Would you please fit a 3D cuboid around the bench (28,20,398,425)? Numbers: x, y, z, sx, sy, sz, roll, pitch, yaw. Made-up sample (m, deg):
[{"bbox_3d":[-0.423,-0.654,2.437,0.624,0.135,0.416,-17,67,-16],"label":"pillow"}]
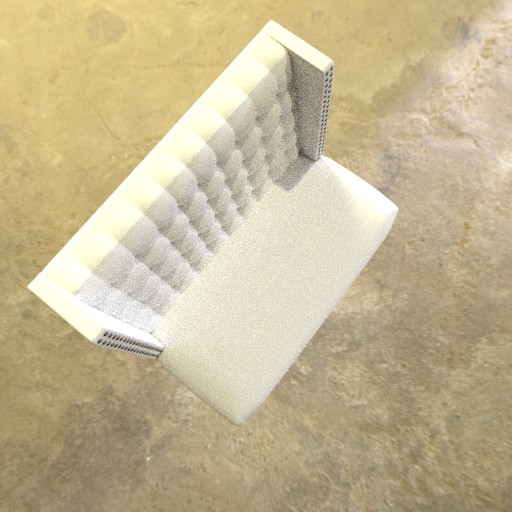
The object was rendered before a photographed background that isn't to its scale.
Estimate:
[{"bbox_3d":[0.000,0.000,1.975,0.847,1.123,1.280,37,80,8],"label":"bench"}]
